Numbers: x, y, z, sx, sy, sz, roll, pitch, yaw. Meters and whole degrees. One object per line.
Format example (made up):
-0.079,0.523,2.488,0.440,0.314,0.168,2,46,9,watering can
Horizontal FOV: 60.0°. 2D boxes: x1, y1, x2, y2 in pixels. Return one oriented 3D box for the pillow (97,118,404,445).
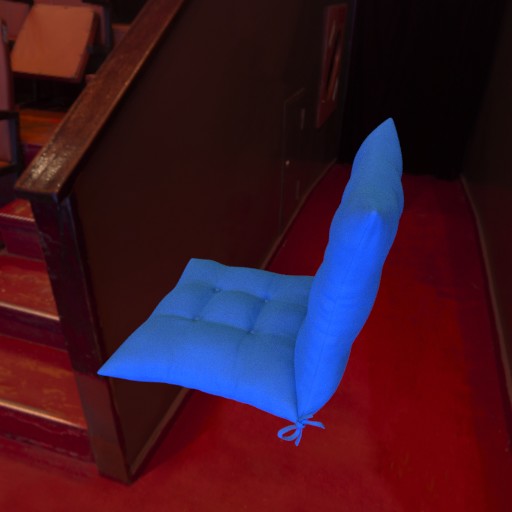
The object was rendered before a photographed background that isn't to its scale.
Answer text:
0.000,0.000,1.002,0.585,0.536,0.541,9,33,15,pillow
